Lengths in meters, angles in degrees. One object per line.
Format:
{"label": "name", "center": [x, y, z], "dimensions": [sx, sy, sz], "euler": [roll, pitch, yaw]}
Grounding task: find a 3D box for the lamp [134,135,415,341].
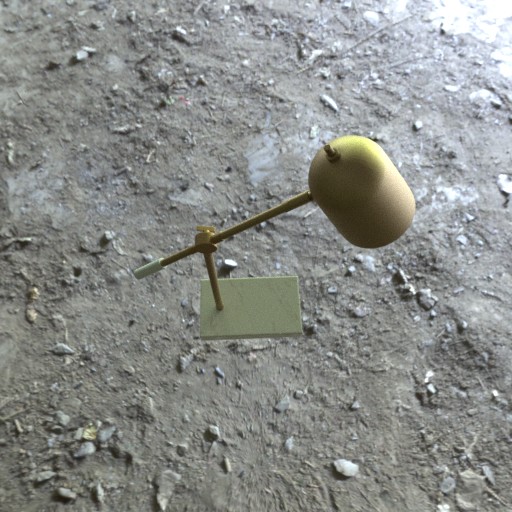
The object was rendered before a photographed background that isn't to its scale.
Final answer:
{"label": "lamp", "center": [0.000, 0.000, 0.809], "dimensions": [0.471, 0.603, 0.144], "euler": [-2, 64, -1]}
